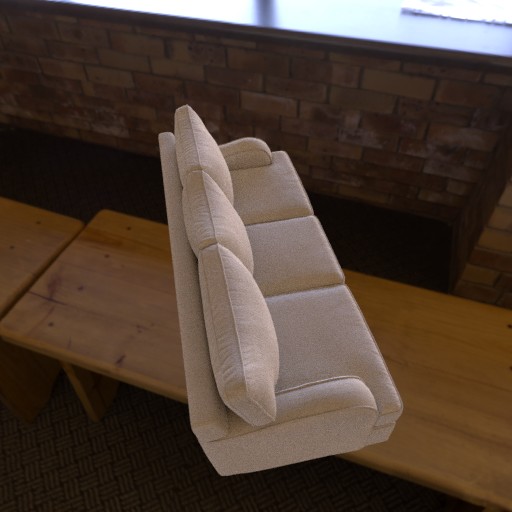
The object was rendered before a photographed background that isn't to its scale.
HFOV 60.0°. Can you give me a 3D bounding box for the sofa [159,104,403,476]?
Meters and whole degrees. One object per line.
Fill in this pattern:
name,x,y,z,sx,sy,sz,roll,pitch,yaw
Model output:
sofa,0.000,0.000,2.815,1.016,0.991,2.323,-9,47,-8
